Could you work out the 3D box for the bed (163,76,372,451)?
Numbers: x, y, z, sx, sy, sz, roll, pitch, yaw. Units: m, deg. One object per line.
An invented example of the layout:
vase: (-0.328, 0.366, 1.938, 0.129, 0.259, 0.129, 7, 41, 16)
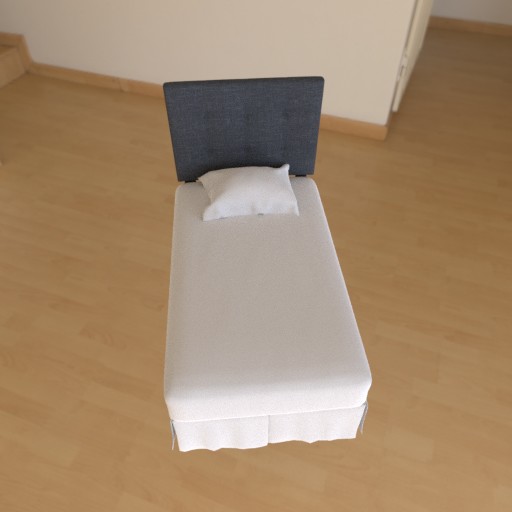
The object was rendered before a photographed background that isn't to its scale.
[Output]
bed: (0.000, 0.000, 3.016, 1.261, 1.571, 1.997, -4, 47, -3)
